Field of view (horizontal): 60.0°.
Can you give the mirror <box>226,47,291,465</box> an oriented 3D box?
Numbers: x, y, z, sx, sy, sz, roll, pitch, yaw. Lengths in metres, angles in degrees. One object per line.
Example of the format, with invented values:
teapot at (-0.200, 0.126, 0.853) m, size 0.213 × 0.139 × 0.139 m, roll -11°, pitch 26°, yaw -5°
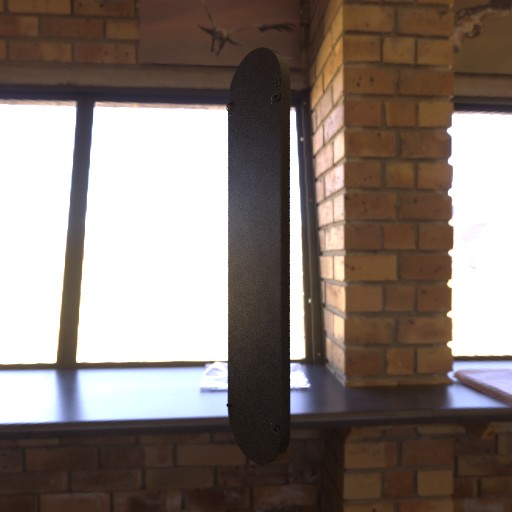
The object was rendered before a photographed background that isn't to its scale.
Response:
mirror at (0.000, 0.000, 1.076) m, size 0.032 × 0.991 × 0.222 m, roll 0°, pitch 0°, yaw -36°
